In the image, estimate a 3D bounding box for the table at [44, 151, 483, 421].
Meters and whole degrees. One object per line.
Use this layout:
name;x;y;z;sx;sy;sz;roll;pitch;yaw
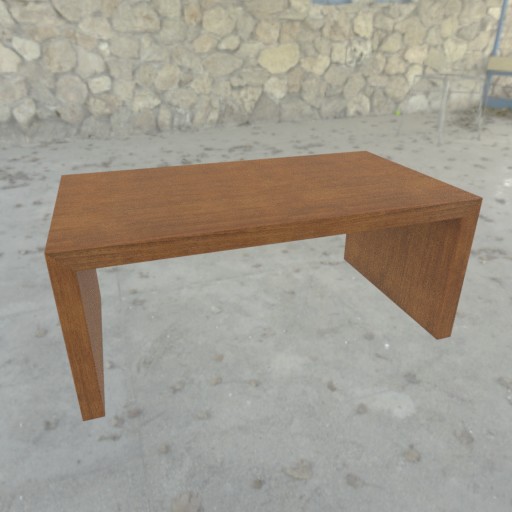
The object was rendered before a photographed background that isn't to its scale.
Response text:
table;0.000;0.000;1.276;1.000;0.419;0.549;-8;27;-17
